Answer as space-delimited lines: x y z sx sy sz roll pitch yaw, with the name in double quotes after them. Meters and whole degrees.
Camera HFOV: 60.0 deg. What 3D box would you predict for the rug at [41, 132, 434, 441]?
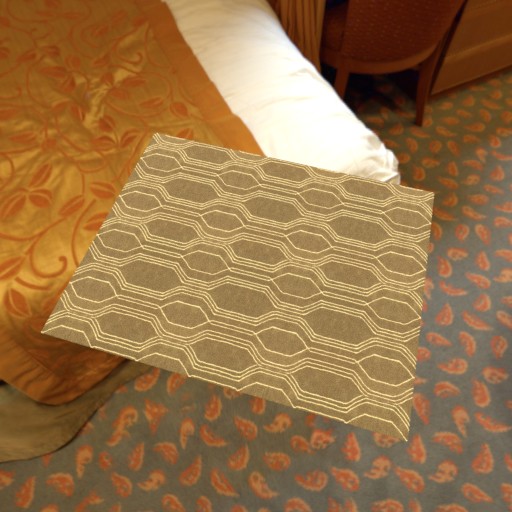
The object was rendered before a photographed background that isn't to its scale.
0.000 0.000 4.118 3.062 0.012 2.457 14 60 8 "rug"
